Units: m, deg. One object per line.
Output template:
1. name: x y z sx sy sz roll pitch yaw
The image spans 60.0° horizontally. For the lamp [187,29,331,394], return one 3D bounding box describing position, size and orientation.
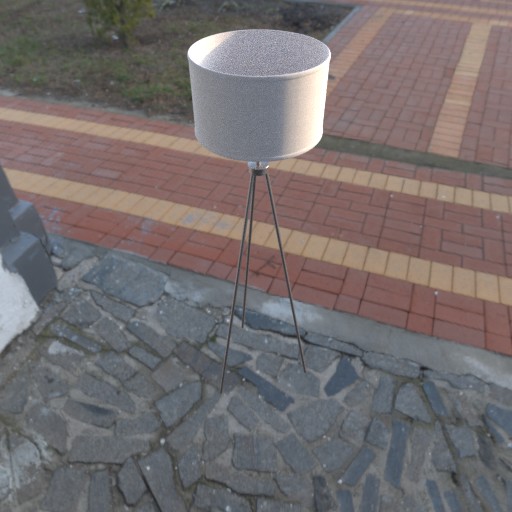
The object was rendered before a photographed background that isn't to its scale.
1. lamp: 0.000 0.000 1.768 0.448 1.545 0.458 27 49 27
